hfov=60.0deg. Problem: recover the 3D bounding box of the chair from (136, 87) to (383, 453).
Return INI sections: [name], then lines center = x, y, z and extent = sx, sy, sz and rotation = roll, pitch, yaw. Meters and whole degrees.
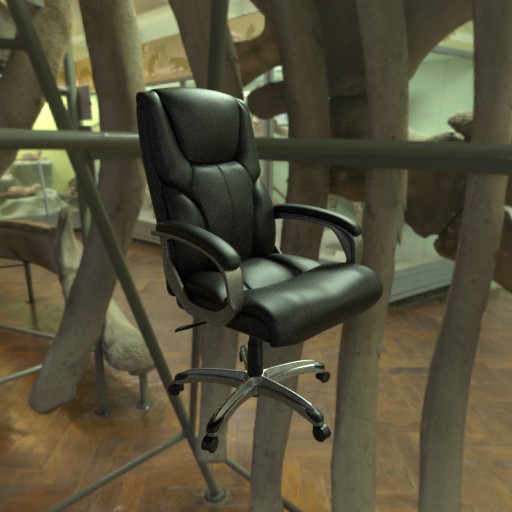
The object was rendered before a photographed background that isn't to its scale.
[chair]
center = 0.000, 0.000, 1.554
extent = 0.663, 1.155, 0.739
rotation = -14, 21, -43
